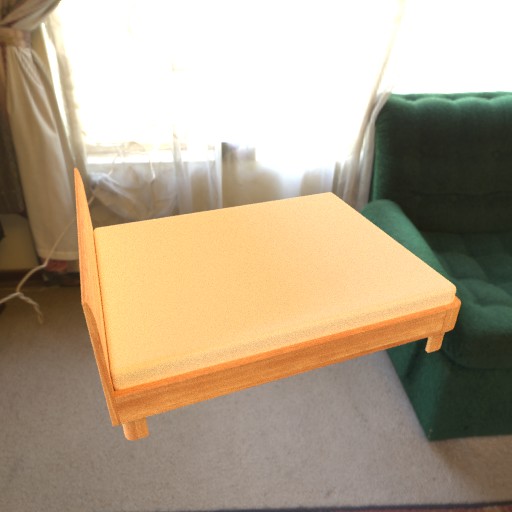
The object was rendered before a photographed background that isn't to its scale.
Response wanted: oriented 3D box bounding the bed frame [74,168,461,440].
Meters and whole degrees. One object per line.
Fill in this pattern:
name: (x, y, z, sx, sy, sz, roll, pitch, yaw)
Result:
bed frame: (0.000, 0.000, 2.979, 2.092, 0.940, 1.660, -11, 33, -17)
